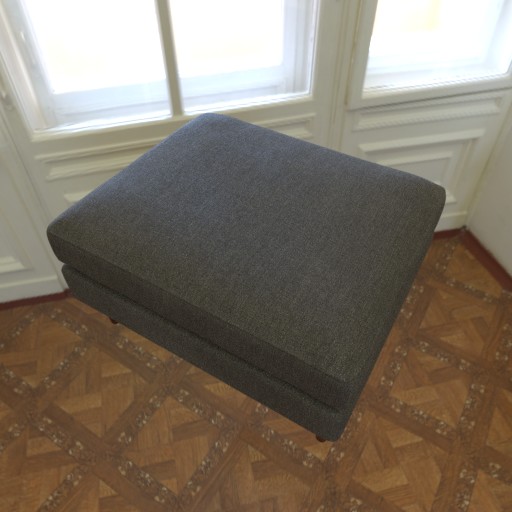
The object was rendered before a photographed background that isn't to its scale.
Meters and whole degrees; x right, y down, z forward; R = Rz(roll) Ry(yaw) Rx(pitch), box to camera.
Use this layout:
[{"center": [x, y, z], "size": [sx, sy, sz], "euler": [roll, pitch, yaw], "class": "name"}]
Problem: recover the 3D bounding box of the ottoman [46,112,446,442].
[{"center": [0.000, 0.000, 1.257], "size": [0.821, 0.474, 0.693], "euler": [23, 50, 21], "class": "ottoman"}]
